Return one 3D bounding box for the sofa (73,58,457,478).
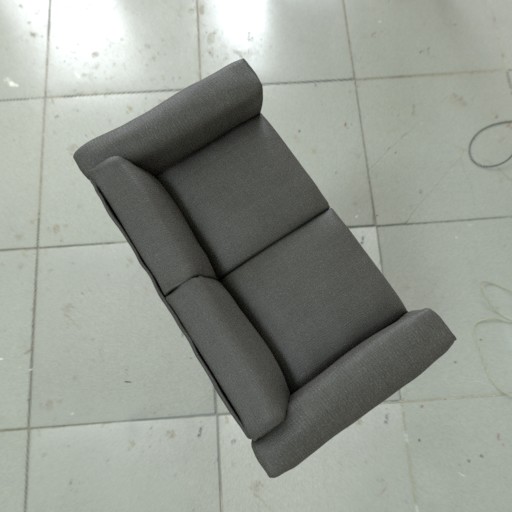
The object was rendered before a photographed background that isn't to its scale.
[{"bbox_3d":[0.000,0.000,2.158,0.960,0.656,1.690,-33,78,-8],"label":"sofa"}]
